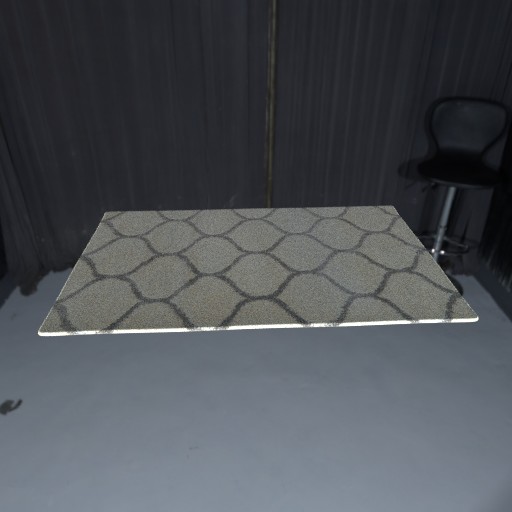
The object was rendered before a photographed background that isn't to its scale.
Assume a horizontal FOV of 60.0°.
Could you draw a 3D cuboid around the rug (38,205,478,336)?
[{"bbox_3d":[0.000,0.000,2.988,2.348,0.024,1.501,-2,31,-3],"label":"rug"}]
